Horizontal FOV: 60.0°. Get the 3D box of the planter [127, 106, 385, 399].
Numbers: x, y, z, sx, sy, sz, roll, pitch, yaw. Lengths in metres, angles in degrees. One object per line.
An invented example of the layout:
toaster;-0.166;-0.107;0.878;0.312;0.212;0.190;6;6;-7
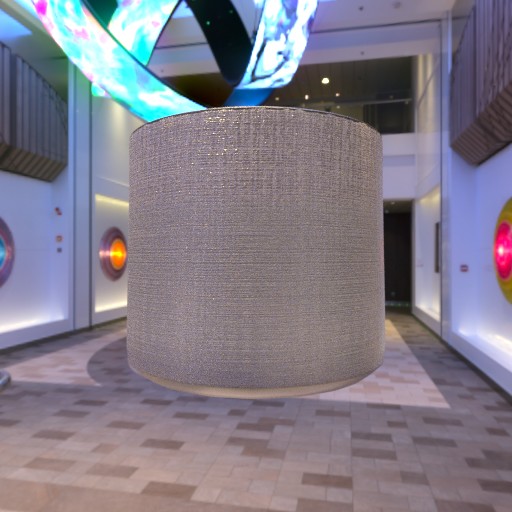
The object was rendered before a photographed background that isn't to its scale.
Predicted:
planter;0.000;0.000;0.224;0.125;0.112;0.125;0;0;0
